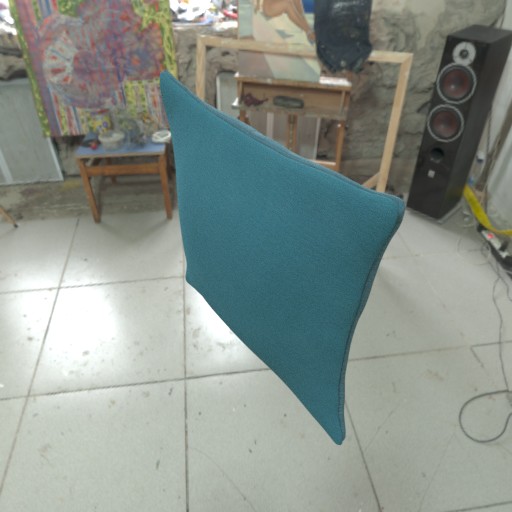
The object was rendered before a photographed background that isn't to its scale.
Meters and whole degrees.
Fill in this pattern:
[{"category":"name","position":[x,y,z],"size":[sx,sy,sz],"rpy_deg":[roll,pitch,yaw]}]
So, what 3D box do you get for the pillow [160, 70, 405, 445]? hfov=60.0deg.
[{"category":"pillow","position":[0.000,0.000,0.638],"size":[0.151,0.415,0.433],"rpy_deg":[-26,47,-27]}]
